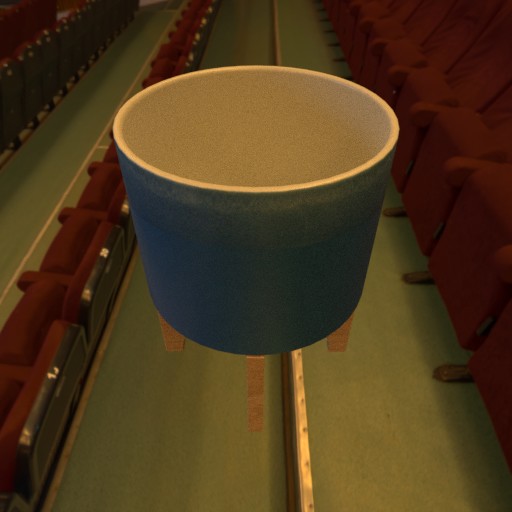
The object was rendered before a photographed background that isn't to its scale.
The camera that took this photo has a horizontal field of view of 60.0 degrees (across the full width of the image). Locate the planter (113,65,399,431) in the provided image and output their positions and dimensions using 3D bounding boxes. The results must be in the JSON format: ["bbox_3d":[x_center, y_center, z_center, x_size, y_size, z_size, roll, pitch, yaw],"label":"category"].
[{"bbox_3d":[0.000,0.000,0.392,0.192,0.263,0.192,0,42,0],"label":"planter"}]
